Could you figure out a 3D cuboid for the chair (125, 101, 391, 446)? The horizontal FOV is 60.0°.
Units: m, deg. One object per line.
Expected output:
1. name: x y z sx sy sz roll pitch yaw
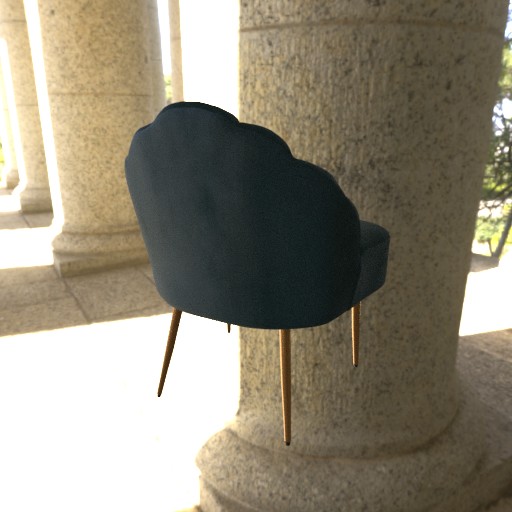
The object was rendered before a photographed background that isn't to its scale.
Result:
1. chair: 0.000 0.000 1.270 0.657 0.819 0.599 9 19 28
